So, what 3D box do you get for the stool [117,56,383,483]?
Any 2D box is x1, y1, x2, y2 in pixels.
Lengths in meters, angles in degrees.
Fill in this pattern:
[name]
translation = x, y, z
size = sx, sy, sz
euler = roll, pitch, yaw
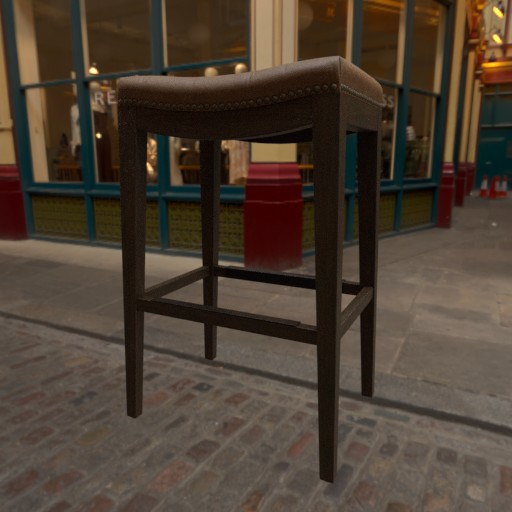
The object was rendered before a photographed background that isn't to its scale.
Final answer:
[stool]
translation = 0.000, 0.000, 1.009
size = 0.500, 0.759, 0.361
euler = 6, 14, 26
